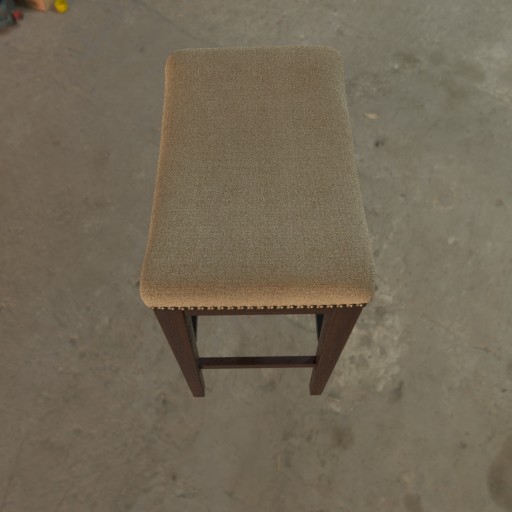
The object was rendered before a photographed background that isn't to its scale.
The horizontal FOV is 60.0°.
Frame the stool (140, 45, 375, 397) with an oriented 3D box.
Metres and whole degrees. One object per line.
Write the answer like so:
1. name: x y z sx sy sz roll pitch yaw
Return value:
1. stool: 0.000 0.000 1.036 0.363 0.768 0.509 -1 63 0
